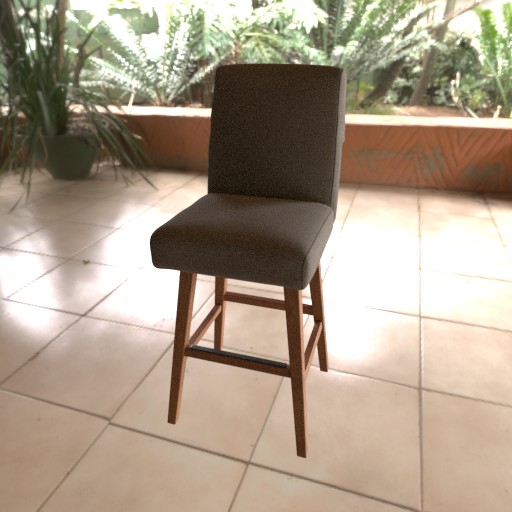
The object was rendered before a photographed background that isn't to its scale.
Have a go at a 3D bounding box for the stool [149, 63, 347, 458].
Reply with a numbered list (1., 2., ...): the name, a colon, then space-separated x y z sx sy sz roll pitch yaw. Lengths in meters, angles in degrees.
1. stool: 0.000 0.000 1.419 0.483 1.112 0.570 8 27 16
